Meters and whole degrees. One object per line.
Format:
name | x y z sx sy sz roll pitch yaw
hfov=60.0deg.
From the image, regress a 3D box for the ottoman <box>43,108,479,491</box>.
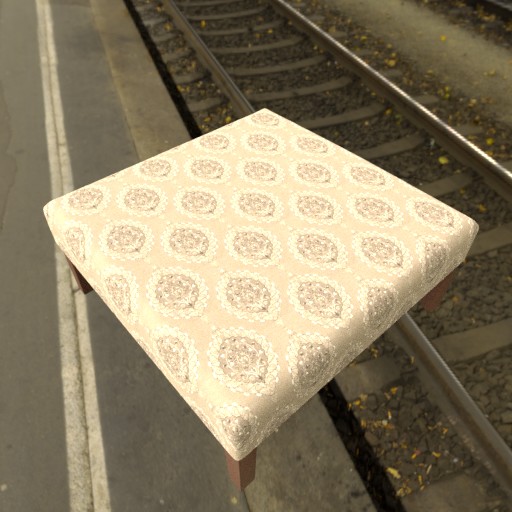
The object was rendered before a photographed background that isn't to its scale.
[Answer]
ottoman | 0.000 0.000 1.368 0.889 0.411 0.890 -32 54 -28
